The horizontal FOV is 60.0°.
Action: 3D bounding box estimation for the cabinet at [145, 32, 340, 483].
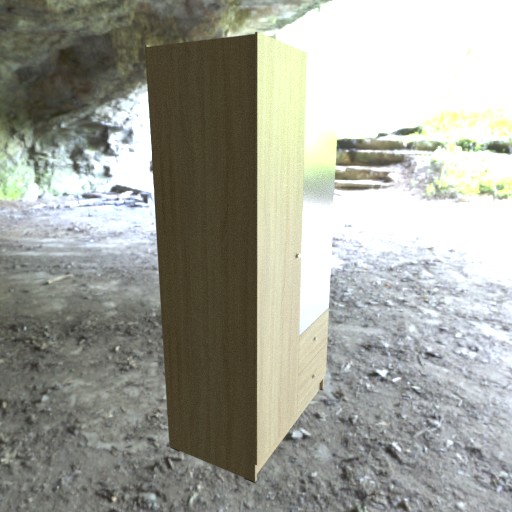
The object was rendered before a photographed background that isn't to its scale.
[{"bbox_3d":[0.000,0.000,2.551,0.590,2.121,1.001,8,17,28],"label":"cabinet"}]
